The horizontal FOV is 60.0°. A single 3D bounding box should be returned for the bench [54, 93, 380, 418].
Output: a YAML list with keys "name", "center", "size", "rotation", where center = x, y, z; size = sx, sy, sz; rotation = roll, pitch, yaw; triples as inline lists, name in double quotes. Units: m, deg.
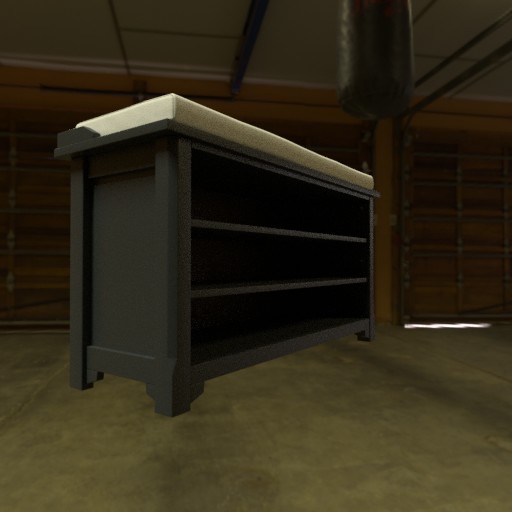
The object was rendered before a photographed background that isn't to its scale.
- name: "bench"
  center: [0.000, 0.000, 1.221]
  size: [0.345, 0.561, 0.973]
  rotation: [-1, -1, 36]
